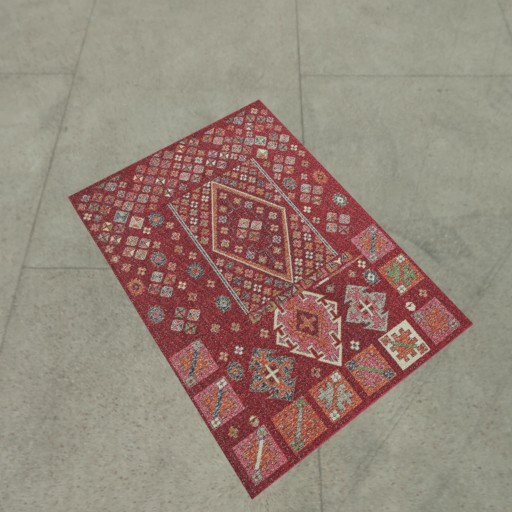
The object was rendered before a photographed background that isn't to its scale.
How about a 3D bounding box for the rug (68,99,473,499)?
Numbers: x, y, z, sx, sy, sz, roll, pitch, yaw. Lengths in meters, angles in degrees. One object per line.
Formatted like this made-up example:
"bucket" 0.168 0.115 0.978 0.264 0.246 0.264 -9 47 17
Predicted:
"rug" 0.000 0.000 2.788 1.579 0.007 2.184 -32 67 -15
